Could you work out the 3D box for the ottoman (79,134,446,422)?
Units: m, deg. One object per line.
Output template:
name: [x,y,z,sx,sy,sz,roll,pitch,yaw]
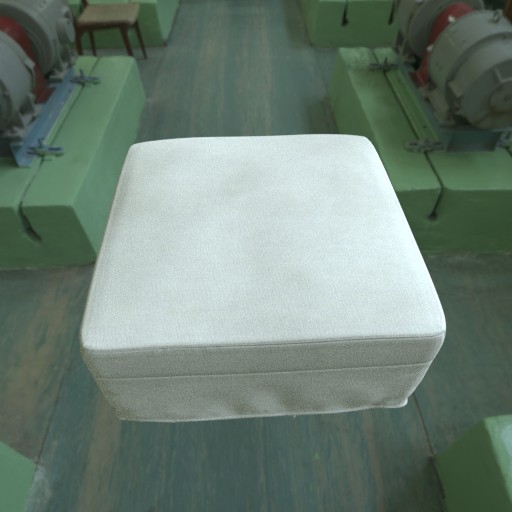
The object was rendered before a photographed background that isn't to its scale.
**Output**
ottoman: [0.000,0.000,1.358,0.842,0.441,0.843,-2,46,-2]
